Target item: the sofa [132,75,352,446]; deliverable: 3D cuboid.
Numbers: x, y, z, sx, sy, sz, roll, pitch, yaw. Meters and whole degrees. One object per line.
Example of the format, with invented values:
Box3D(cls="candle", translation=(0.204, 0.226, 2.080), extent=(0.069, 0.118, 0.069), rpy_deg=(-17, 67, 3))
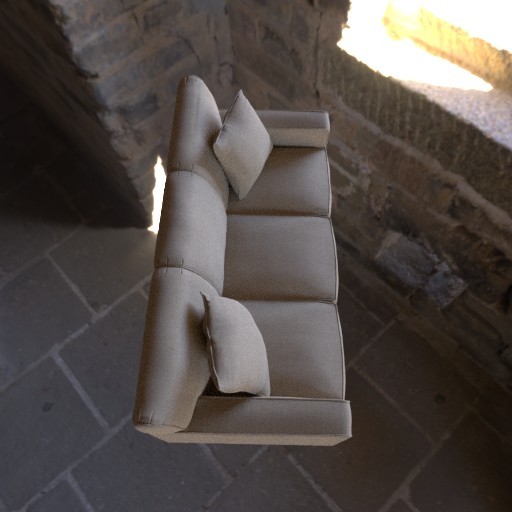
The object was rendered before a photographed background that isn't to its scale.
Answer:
Box3D(cls="sofa", translation=(0.000, 0.000, 2.623), extent=(0.997, 0.958, 2.024), rpy_deg=(1, 63, 0))
